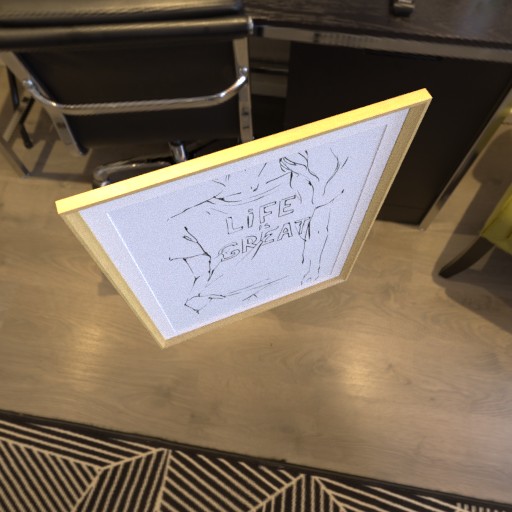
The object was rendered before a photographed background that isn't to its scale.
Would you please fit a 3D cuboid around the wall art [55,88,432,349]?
[{"bbox_3d":[0.000,0.000,1.340,0.798,1.002,0.030,-19,65,-9],"label":"wall art"}]
